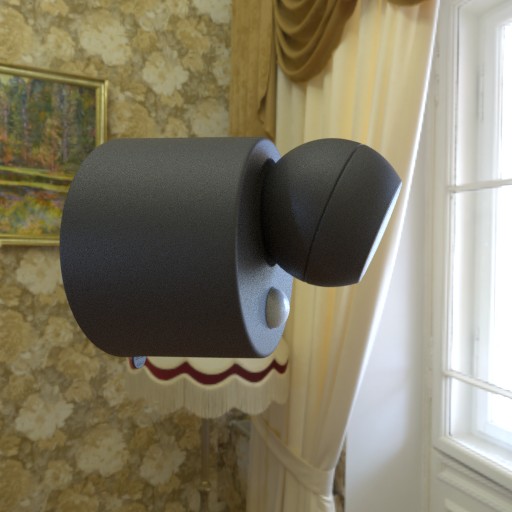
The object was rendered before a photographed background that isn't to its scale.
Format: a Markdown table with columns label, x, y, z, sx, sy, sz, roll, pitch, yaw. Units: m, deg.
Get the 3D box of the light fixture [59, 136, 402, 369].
| label | x | y | z | sx | sy | sz | roll | pitch | yaw |
| --- | --- | --- | --- | --- | --- | --- | --- | --- | --- |
| light fixture | 0.000 | 0.000 | 0.256 | 0.160 | 0.143 | 0.134 | 0 | 1 | 17 |
